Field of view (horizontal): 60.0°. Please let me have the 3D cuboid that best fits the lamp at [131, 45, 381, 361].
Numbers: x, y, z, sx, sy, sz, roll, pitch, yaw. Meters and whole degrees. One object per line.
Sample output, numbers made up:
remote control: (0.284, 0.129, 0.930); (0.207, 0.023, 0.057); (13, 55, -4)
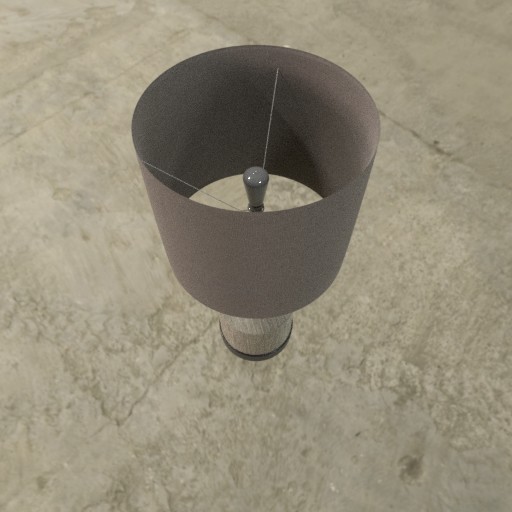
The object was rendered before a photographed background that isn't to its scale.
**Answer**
lamp: (0.000, 0.000, 0.604); (0.229, 0.470, 0.229); (-15, 58, -9)
